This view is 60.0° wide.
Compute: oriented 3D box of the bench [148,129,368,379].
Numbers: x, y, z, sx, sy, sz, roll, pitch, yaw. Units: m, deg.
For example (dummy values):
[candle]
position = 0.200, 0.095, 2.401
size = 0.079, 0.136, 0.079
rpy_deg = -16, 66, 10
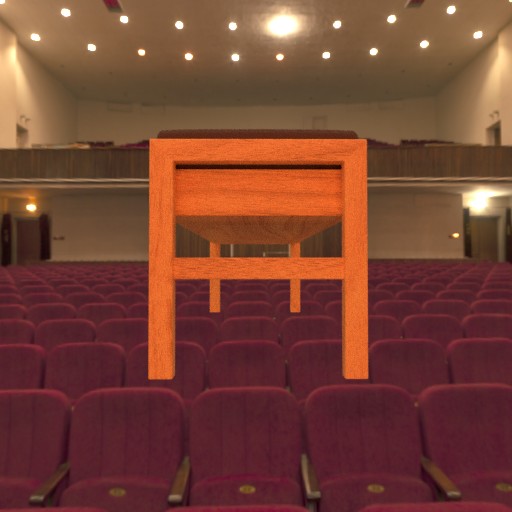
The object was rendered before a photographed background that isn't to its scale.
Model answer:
[bench]
position = 0.000, 0.000, 1.419
size = 0.405, 0.480, 1.200
rpy_deg = 0, -1, 0
